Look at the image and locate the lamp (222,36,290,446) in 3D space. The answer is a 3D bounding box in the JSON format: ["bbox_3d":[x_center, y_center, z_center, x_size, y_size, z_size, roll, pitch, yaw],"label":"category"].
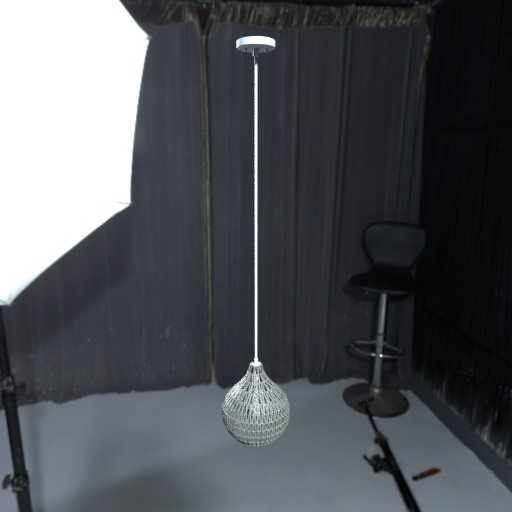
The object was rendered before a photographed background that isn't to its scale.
[{"bbox_3d":[0.000,0.000,2.145,0.355,1.919,0.355,-2,13,-9],"label":"lamp"}]
